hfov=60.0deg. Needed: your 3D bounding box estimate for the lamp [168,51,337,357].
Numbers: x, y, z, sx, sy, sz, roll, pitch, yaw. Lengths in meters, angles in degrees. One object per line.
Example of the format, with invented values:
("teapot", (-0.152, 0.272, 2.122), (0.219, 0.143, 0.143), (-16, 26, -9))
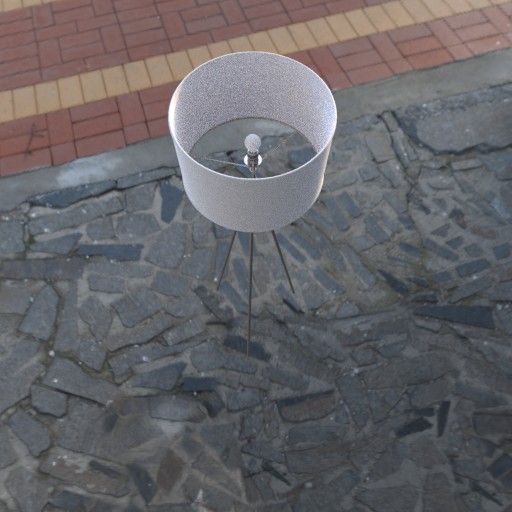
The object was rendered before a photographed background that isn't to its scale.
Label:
("lamp", (0.000, 0.000, 1.760), (0.448, 1.545, 0.458), (-1, 65, -1))
